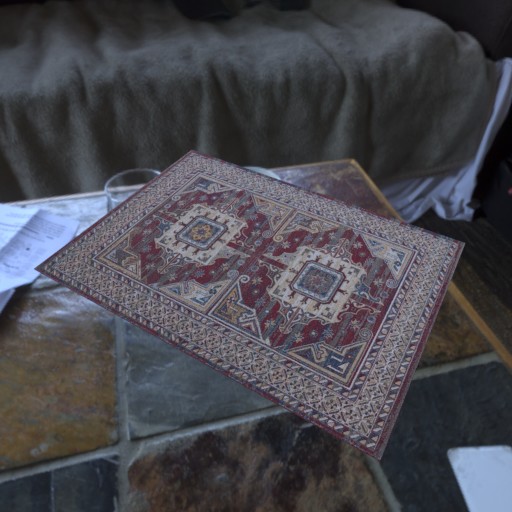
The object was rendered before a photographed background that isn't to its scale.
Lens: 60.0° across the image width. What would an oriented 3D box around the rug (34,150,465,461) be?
[{"bbox_3d":[0.000,0.000,2.796,2.210,0.011,1.599,23,49,22],"label":"rug"}]
